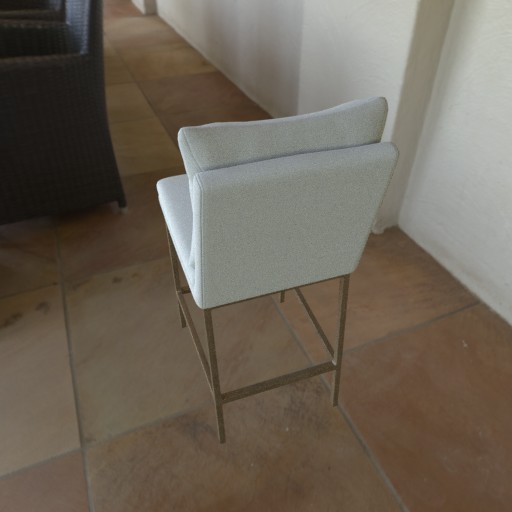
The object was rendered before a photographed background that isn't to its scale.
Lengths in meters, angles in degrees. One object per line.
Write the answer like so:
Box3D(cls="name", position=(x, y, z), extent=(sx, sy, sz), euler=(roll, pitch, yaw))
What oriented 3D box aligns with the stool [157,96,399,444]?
Box3D(cls="stool", position=(0.000, 0.000, 1.328), extent=(0.463, 1.032, 0.572), euler=(-13, 42, -15))
